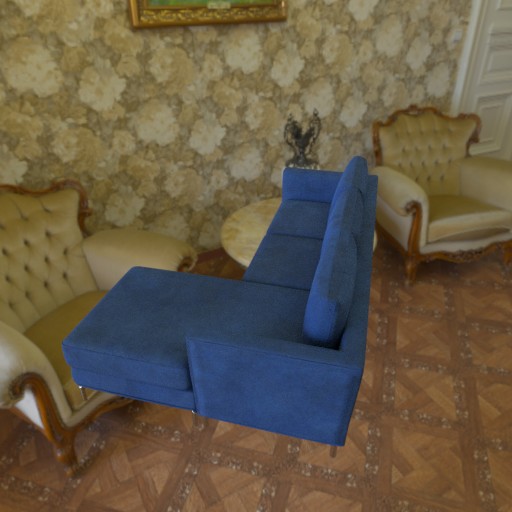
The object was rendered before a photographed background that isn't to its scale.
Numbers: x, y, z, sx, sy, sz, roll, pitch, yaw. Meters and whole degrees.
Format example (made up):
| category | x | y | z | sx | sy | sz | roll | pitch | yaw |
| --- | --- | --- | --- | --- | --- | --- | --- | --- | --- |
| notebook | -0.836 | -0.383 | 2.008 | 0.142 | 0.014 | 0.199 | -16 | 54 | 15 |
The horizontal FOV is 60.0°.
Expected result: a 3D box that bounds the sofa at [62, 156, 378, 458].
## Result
| category | x | y | z | sx | sy | sz | roll | pitch | yaw |
| --- | --- | --- | --- | --- | --- | --- | --- | --- | --- |
| sofa | 0.000 | 0.000 | 3.249 | 1.622 | 0.987 | 2.438 | 8 | 32 | 13 |
